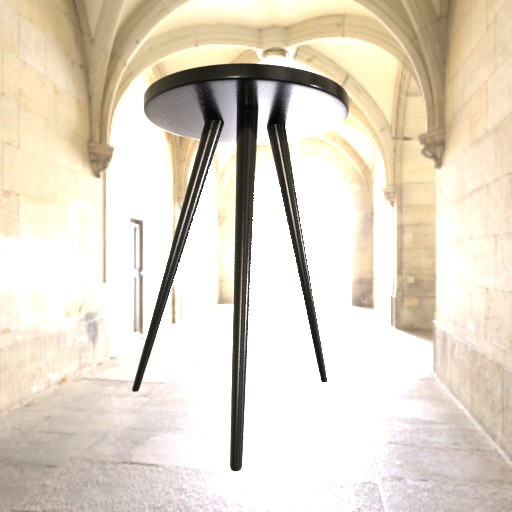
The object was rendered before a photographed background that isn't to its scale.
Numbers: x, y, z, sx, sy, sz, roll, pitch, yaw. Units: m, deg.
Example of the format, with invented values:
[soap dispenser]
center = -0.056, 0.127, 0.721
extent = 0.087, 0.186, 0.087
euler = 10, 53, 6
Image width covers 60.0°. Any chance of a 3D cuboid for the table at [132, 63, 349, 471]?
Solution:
[table]
center = 0.000, 0.000, 0.830
extent = 0.415, 0.548, 0.403
euler = 0, 0, -37
